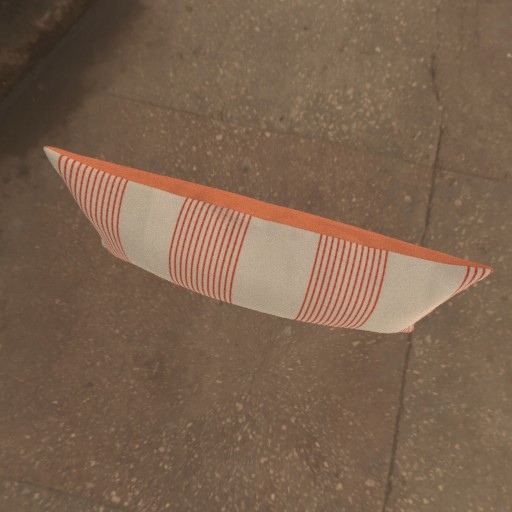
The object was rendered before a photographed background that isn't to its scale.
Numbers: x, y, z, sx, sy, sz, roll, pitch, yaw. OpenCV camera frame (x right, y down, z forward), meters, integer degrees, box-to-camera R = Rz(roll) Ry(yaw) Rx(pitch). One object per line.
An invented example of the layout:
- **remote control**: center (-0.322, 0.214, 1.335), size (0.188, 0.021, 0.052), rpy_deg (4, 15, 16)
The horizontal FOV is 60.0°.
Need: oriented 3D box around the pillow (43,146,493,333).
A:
- **pillow**: center (0.000, 0.000, 0.704), size (0.608, 0.292, 0.156), rpy_deg (16, 76, 4)
